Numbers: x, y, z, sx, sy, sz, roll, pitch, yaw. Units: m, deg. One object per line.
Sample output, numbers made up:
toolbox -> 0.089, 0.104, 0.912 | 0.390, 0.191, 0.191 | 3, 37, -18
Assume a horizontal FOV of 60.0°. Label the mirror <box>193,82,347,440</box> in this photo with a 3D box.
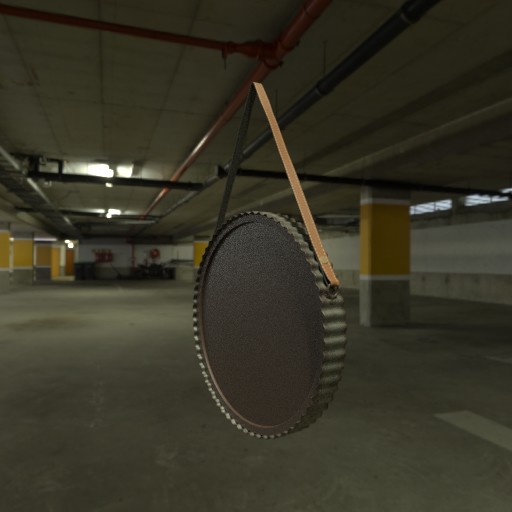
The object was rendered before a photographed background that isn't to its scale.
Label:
mirror -> 0.000, 0.000, 0.722 | 0.042, 0.568, 0.355 | 1, -1, -37
